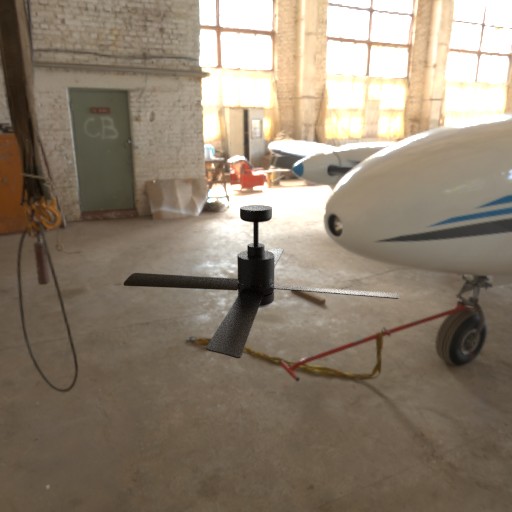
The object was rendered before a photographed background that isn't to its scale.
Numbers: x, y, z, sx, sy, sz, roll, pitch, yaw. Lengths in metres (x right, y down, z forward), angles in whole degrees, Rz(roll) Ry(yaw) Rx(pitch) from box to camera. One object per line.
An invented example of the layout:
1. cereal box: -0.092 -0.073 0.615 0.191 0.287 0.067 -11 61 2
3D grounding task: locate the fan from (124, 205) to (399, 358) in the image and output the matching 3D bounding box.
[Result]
1. fan: 0.000 0.000 2.417 1.525 0.534 1.525 3 17 10
